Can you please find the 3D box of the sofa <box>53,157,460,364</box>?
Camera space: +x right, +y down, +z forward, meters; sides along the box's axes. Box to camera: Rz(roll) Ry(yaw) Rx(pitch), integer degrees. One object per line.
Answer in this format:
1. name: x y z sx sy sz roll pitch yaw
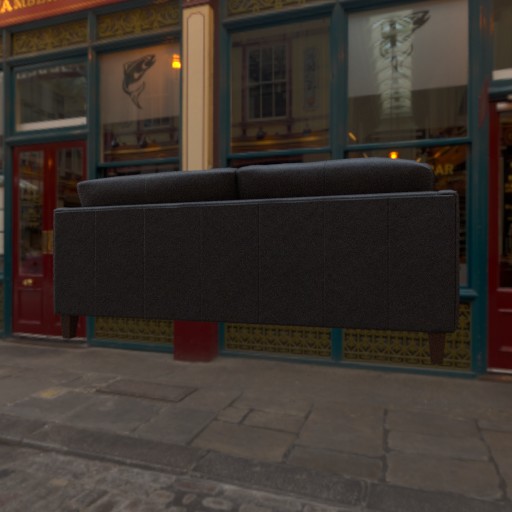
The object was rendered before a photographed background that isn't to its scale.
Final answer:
1. sofa: 0.000 0.000 2.447 1.971 0.863 0.933 0 -1 19
